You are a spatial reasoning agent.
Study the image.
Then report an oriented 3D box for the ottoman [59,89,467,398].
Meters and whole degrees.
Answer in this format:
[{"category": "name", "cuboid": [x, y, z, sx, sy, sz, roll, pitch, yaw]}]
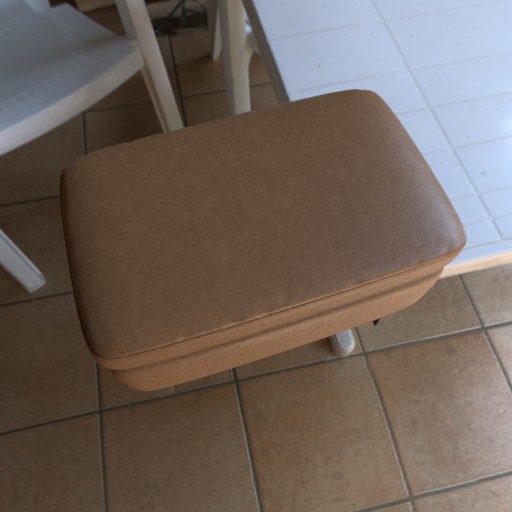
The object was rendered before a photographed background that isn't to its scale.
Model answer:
[{"category": "ottoman", "cuboid": [0.000, 0.000, 0.969, 0.670, 0.480, 0.420, -16, 64, -8]}]
